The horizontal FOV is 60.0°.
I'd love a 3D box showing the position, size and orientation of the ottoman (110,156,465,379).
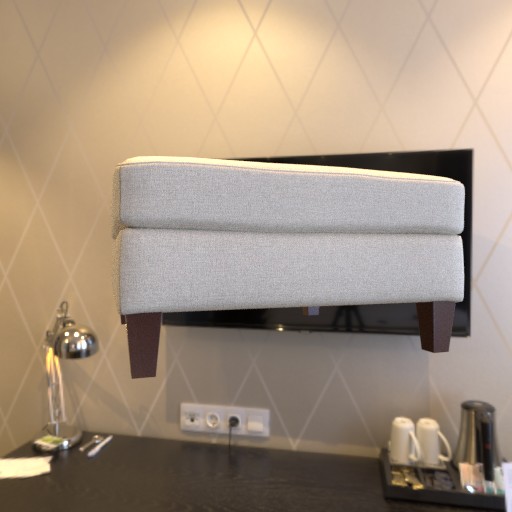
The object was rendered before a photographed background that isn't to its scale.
[{"bbox_3d":[0.000,0.000,1.348,0.838,0.478,0.838,0,0,-19],"label":"ottoman"}]
